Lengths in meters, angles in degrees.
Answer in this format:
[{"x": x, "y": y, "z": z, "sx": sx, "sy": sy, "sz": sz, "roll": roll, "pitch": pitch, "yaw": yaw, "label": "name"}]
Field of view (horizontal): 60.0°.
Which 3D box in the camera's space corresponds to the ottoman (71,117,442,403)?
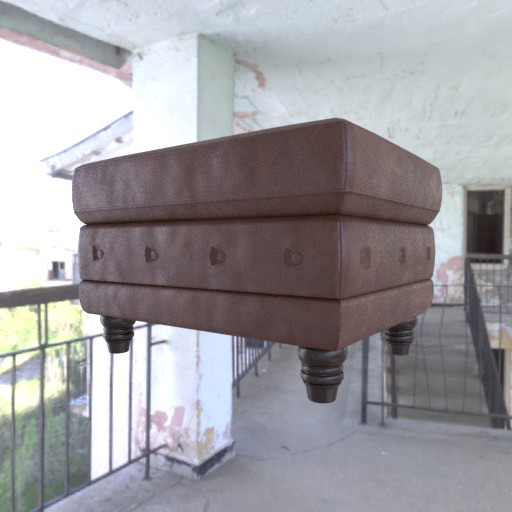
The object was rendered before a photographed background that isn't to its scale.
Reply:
[{"x": 0.000, "y": 0.000, "z": 1.164, "sx": 0.795, "sy": 0.509, "sz": 0.588, "roll": 1, "pitch": 2, "yaw": 36, "label": "ottoman"}]
